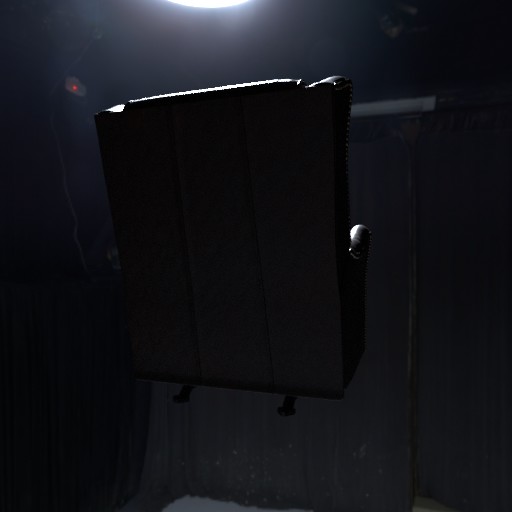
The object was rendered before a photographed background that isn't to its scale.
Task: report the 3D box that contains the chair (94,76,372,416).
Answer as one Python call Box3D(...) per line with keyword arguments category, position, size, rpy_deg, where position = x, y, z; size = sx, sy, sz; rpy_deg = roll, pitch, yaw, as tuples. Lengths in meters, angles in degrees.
Box3D(category="chair", position=(0.000, 0.000, 1.821), size=(0.869, 1.084, 1.008), rpy_deg=(0, 0, 19))
